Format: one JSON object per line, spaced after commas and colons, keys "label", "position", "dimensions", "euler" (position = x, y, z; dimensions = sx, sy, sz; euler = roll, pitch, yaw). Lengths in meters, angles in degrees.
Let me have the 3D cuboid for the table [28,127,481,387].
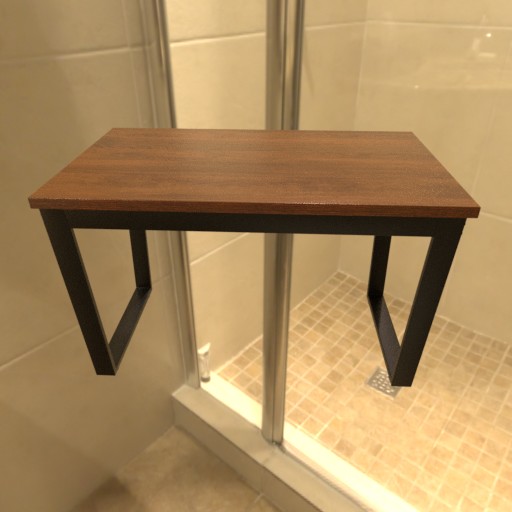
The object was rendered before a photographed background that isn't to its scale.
{"label": "table", "position": [0.000, 0.000, 1.675], "dimensions": [1.205, 0.760, 0.714], "euler": [1, 31, 2]}
